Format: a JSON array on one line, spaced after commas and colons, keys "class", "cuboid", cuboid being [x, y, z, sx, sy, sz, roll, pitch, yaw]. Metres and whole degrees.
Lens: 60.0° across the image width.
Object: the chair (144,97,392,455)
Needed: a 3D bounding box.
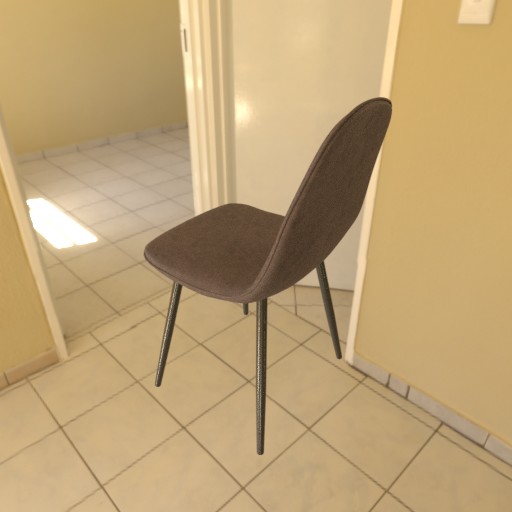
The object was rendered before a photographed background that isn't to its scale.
[{"class": "chair", "cuboid": [0.000, 0.000, 1.218, 0.561, 0.889, 0.472, 21, 37, 31]}]
